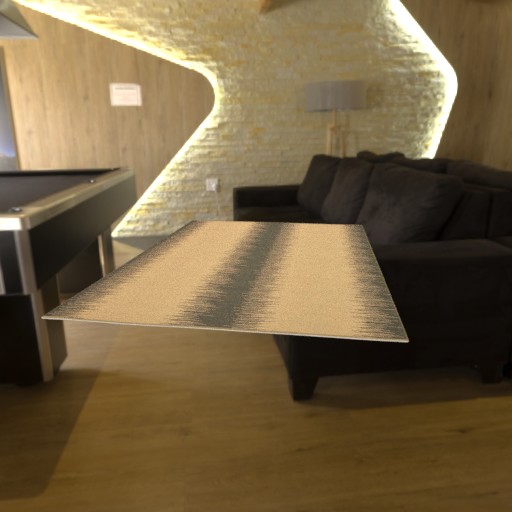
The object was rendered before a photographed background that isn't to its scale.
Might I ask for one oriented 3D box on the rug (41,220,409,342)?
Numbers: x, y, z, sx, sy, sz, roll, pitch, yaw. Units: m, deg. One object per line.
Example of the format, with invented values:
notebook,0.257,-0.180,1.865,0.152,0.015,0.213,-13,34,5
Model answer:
rug,0.000,0.000,2.330,1.234,0.006,1.854,2,15,8
